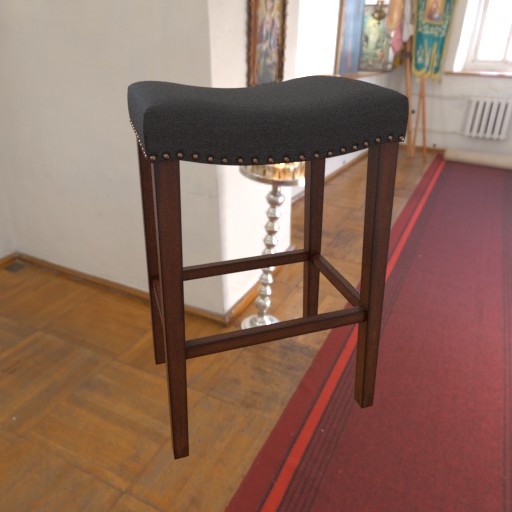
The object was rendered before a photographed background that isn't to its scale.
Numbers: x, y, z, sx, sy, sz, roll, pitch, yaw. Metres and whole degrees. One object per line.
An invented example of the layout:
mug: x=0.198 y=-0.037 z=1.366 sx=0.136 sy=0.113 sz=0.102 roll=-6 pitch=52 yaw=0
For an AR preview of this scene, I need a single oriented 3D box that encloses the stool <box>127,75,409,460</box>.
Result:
stool: x=0.000 y=0.000 z=1.033 sx=0.502 sy=0.760 sz=0.366 roll=-9 pitch=28 yaw=-16
